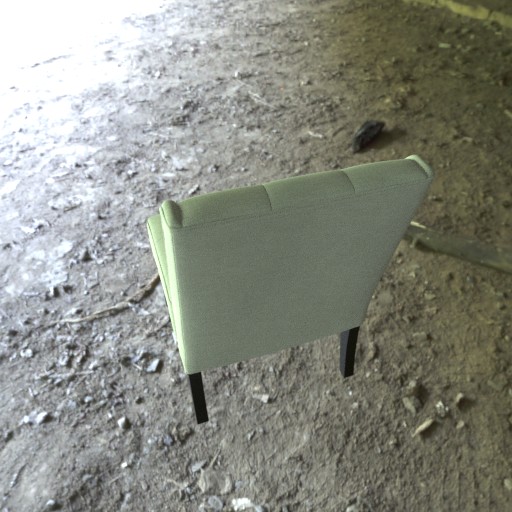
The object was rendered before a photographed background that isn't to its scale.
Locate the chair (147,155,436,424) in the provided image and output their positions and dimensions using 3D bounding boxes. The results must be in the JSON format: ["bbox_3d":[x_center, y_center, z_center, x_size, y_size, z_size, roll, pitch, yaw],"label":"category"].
[{"bbox_3d":[0.000,0.000,1.331,0.569,0.853,0.676,-13,42,-15],"label":"chair"}]
